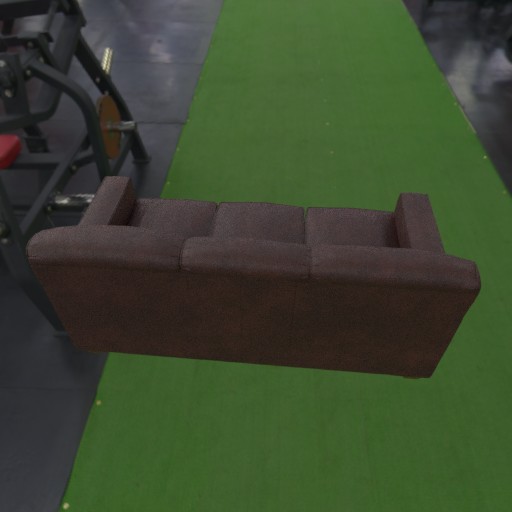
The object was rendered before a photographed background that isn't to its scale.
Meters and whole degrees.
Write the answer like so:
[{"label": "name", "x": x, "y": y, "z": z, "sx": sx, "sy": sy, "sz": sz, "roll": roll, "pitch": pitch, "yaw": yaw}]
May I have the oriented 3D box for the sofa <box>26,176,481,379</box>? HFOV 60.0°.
[{"label": "sofa", "x": 0.000, "y": 0.000, "z": 2.544, "sx": 2.039, "sy": 0.953, "sz": 1.008, "roll": 4, "pitch": 46, "yaw": 4}]
